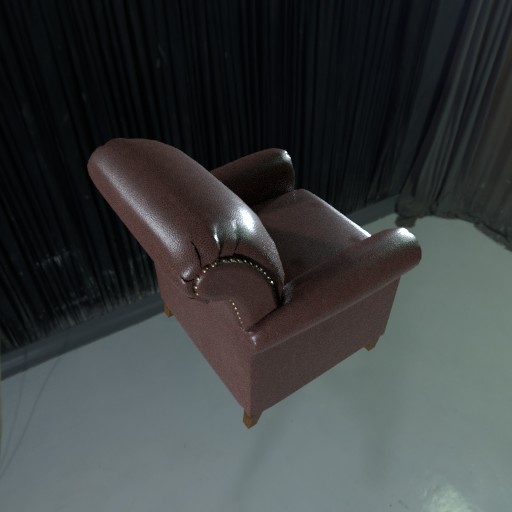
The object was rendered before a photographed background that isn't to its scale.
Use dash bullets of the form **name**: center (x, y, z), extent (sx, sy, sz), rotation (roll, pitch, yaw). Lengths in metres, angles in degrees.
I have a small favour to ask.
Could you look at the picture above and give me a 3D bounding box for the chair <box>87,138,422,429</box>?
- **chair**: center (0.000, 0.000, 1.647), extent (0.890, 0.927, 0.854), rotation (-25, 47, -25)
